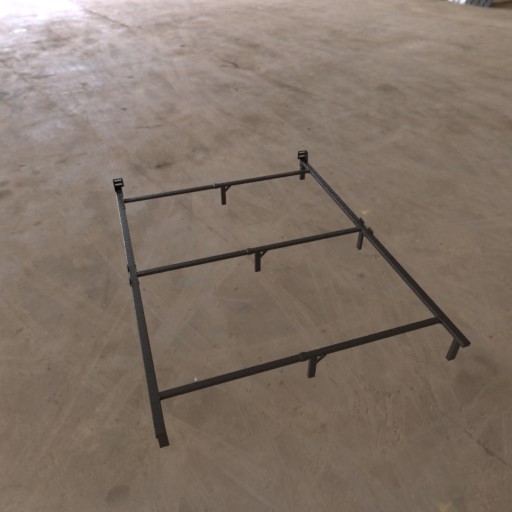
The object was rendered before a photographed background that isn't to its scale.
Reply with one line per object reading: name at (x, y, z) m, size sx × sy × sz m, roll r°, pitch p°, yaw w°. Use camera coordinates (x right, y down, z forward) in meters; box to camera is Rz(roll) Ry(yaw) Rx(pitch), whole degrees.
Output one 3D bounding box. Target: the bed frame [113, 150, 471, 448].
bed frame at (0.000, 0.000, 2.678) m, size 1.498 × 0.248 × 1.990 m, roll -12°, pitch 41°, yaw -14°
